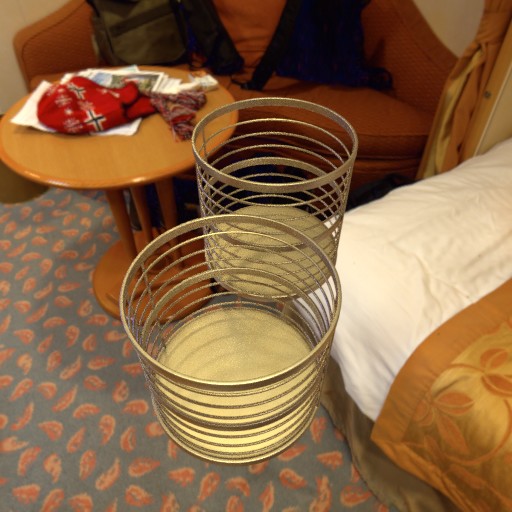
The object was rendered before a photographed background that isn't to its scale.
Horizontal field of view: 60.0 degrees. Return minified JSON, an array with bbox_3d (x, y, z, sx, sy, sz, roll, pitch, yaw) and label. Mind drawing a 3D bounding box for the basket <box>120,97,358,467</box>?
[{"bbox_3d":[0.000,0.000,0.944,0.356,0.351,0.746,8,46,8],"label":"basket"}]
